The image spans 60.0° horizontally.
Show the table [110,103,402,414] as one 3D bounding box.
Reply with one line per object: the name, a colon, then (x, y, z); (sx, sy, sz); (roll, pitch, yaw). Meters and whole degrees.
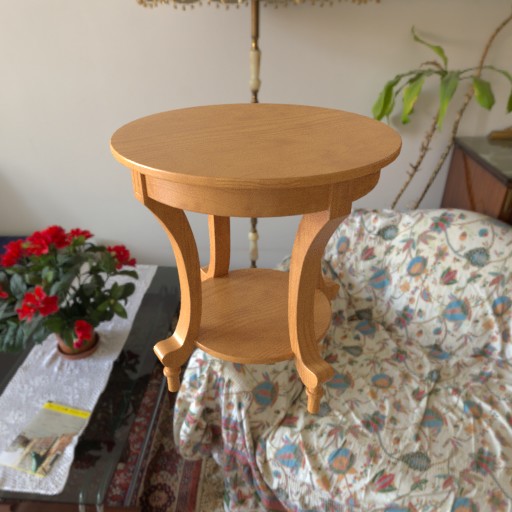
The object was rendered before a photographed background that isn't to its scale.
table: (0.000, 0.000, 1.091); (0.597, 0.612, 0.597); (0, 30, 0)
